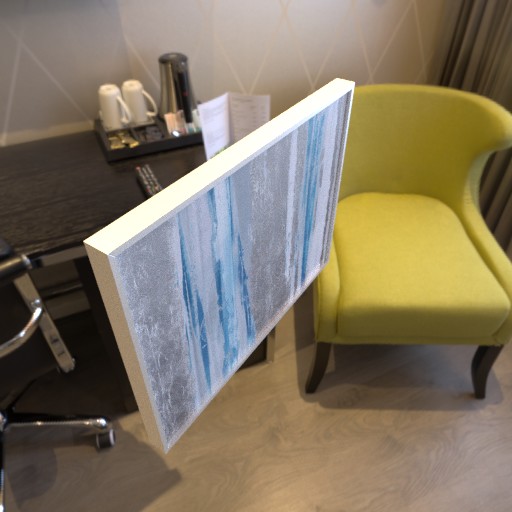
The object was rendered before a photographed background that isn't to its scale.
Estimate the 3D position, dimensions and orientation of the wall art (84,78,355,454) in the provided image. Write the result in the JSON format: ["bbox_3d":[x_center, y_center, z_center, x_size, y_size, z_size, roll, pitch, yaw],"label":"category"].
[{"bbox_3d":[0.000,0.000,1.418,0.066,0.801,1.056,24,47,25],"label":"wall art"}]
